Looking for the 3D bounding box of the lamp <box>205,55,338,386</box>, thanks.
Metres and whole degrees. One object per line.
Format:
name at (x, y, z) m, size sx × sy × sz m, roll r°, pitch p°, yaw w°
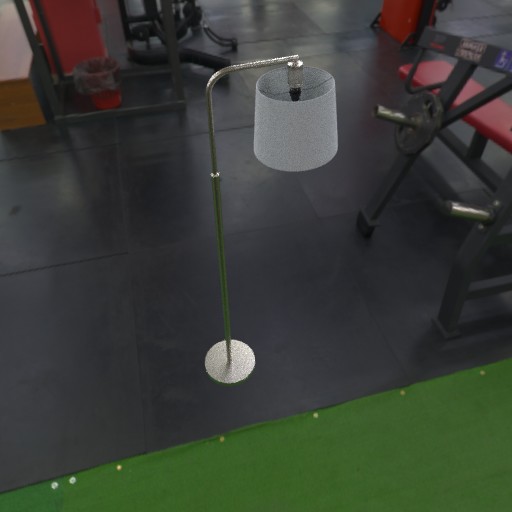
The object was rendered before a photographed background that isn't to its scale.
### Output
lamp at (0.000, 0.000, 1.686) m, size 0.508 × 1.478 × 0.254 m, roll -9°, pitch 47°, yaw -9°
